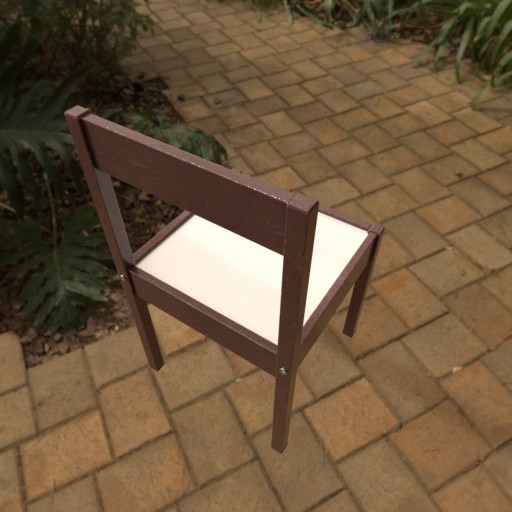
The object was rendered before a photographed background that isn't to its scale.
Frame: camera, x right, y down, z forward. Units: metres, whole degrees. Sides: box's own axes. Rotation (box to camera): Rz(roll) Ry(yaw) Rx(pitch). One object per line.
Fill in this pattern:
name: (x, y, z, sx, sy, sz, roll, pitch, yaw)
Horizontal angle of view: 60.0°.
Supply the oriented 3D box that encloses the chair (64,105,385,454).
chair: (0.000, 0.000, 0.659, 0.285, 0.505, 0.285, 26, 51, 22)
